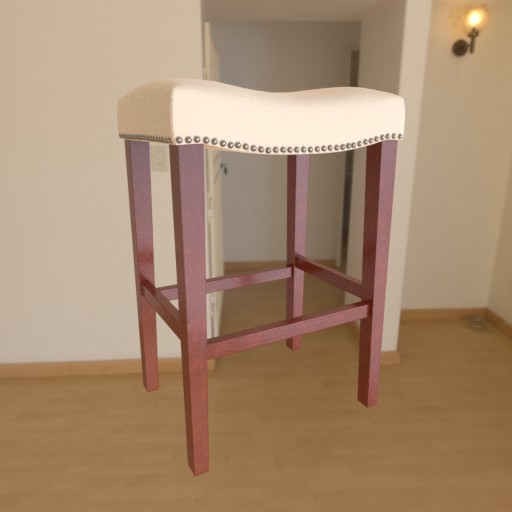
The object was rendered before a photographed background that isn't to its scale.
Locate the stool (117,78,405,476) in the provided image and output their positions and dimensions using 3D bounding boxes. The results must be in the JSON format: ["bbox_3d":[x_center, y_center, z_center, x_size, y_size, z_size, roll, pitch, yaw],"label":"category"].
[{"bbox_3d":[0.000,0.000,1.026,0.504,0.742,0.372,-9,19,-28],"label":"stool"}]
